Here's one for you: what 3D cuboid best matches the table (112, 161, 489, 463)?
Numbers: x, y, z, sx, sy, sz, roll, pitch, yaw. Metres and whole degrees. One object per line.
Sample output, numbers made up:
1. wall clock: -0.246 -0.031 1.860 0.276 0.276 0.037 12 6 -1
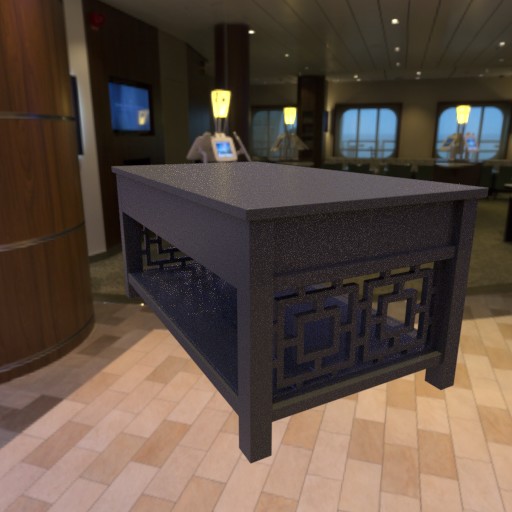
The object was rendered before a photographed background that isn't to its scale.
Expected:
1. table: 0.000 0.000 1.358 0.612 0.493 1.068 -8 17 -27
